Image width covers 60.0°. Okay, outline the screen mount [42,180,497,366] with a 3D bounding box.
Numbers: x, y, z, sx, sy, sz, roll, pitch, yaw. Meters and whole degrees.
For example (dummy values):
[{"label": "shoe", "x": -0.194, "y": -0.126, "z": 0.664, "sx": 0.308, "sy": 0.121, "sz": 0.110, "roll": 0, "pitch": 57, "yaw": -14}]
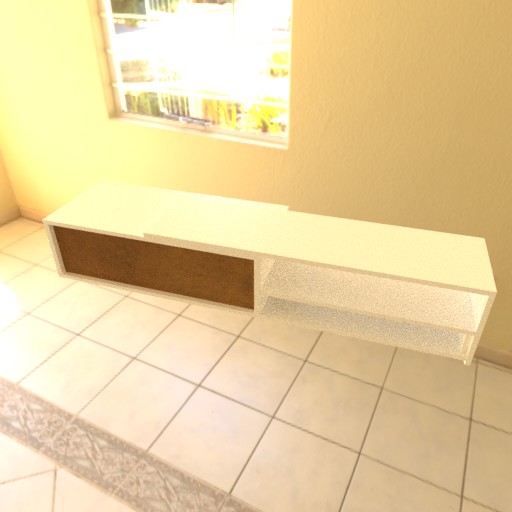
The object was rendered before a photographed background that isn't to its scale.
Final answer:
[{"label": "screen mount", "x": 0.000, "y": 0.000, "z": 1.824, "sx": 1.680, "sy": 0.320, "sz": 0.420, "roll": 10, "pitch": 34, "yaw": 15}]
